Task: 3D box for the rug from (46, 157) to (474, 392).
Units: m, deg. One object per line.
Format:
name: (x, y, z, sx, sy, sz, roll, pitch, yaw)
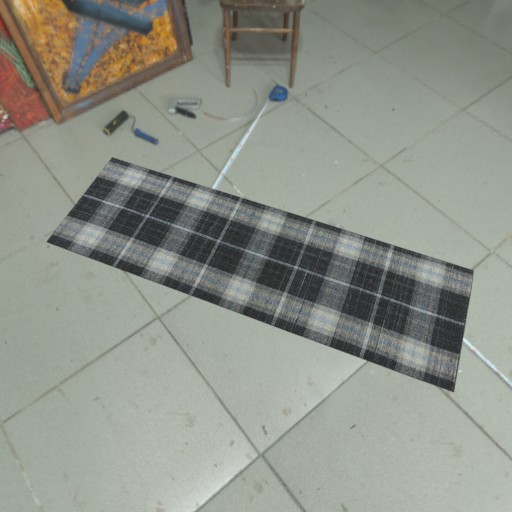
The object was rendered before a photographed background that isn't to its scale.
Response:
rug: (0.000, 0.000, 2.630, 2.434, 0.012, 0.760, 19, 60, 11)
